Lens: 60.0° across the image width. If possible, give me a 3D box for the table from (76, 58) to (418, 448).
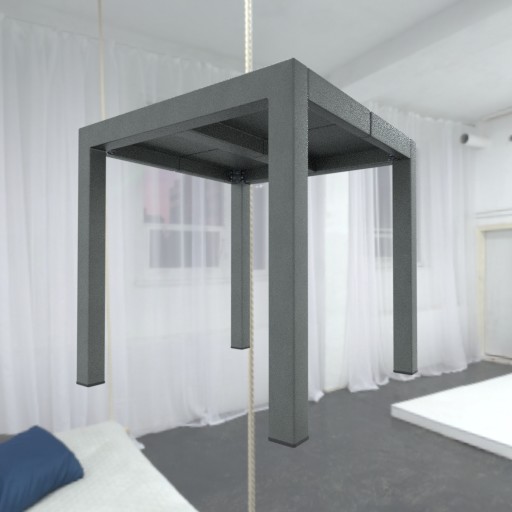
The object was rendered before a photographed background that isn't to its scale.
[{"bbox_3d":[0.000,0.000,0.928,0.508,0.508,0.508,-1,-1,37],"label":"table"}]
